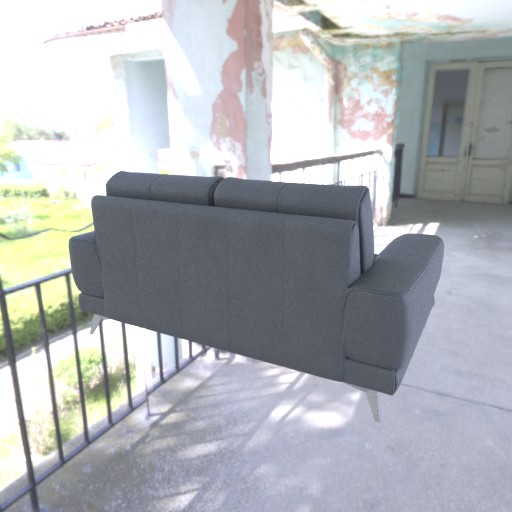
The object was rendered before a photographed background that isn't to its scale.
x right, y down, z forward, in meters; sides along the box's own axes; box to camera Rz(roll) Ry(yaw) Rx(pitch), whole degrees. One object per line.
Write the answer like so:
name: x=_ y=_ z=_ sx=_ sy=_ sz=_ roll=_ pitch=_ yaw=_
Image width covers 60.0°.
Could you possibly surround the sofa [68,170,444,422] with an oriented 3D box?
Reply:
sofa: x=0.000 y=0.000 z=2.399 sx=1.806 sy=0.907 sz=1.018 roll=9 pitch=19 yaw=27
